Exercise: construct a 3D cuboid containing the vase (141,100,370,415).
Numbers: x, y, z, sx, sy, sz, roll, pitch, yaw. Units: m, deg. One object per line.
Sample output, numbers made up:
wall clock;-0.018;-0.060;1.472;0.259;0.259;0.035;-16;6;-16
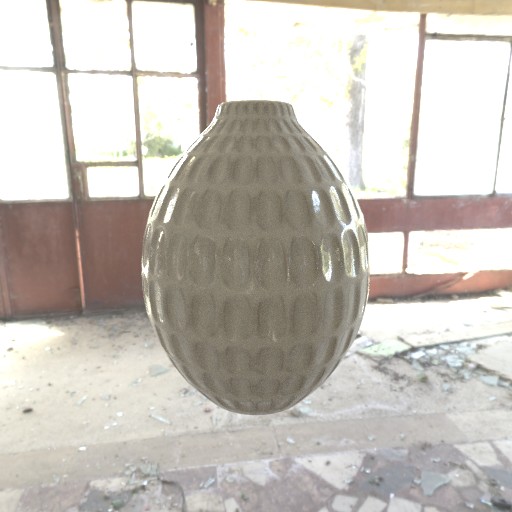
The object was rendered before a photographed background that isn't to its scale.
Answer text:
vase;0.000;0.000;0.254;0.128;0.167;0.128;0;14;0
